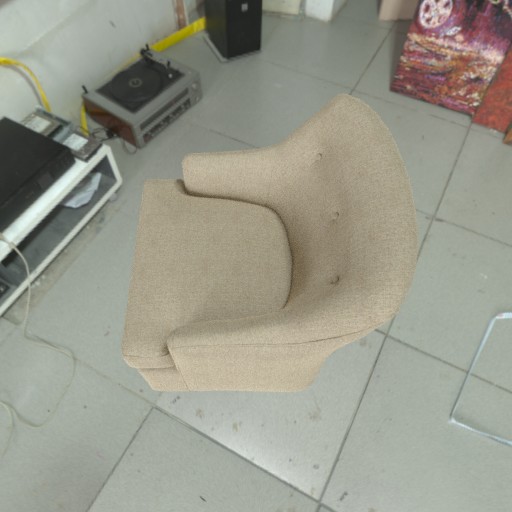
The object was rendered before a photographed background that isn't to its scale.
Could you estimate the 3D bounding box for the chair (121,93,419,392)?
[{"bbox_3d":[0.000,0.000,1.641,0.923,0.856,0.864,-1,58,-1],"label":"chair"}]
